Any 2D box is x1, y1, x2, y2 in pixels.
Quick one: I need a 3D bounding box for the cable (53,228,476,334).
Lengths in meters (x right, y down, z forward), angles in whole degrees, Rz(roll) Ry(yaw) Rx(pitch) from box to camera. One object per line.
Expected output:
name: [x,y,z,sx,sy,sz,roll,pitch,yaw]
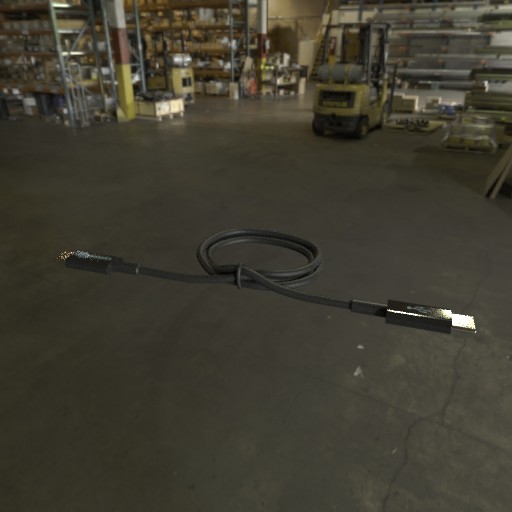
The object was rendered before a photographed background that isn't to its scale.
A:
cable: [0.000,0.000,0.230,0.203,0.014,0.070,8,27,16]
